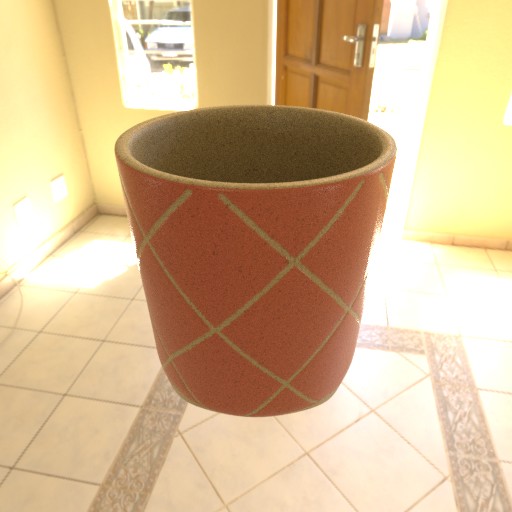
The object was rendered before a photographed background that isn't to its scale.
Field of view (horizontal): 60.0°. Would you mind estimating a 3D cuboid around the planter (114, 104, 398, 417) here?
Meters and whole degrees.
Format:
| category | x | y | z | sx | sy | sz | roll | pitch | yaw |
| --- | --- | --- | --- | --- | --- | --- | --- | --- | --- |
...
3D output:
| category | x | y | z | sx | sy | sz | roll | pitch | yaw |
| --- | --- | --- | --- | --- | --- | --- | --- | --- | --- |
| planter | 0.000 | 0.000 | 0.428 | 0.227 | 0.235 | 0.227 | 0 | 31 | 0 |
